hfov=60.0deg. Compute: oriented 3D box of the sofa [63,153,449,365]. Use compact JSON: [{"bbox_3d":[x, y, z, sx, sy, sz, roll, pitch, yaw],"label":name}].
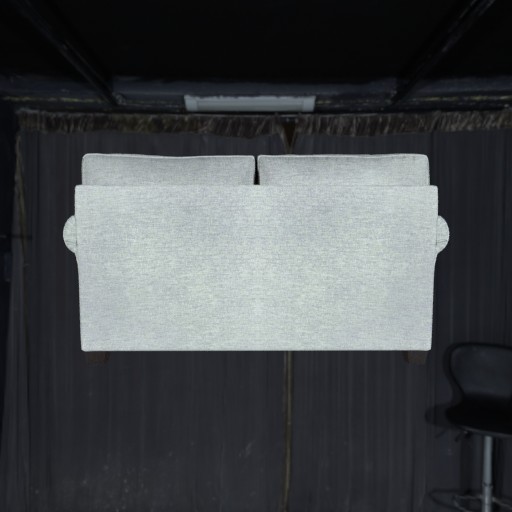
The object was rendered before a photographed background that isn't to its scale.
[{"bbox_3d":[0.000,0.000,2.331,1.701,0.966,0.966,0,0,-1],"label":"sofa"}]
